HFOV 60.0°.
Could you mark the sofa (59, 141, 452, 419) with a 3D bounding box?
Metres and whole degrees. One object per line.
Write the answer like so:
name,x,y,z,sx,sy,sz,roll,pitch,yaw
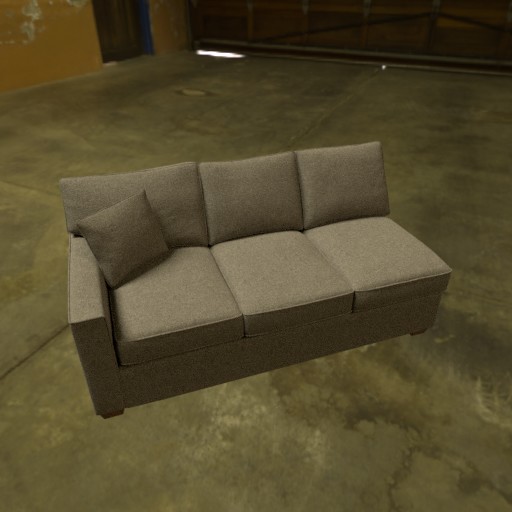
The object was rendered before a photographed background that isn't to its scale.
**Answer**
sofa,0.000,0.000,2.540,1.963,0.946,1.034,-11,33,-16
